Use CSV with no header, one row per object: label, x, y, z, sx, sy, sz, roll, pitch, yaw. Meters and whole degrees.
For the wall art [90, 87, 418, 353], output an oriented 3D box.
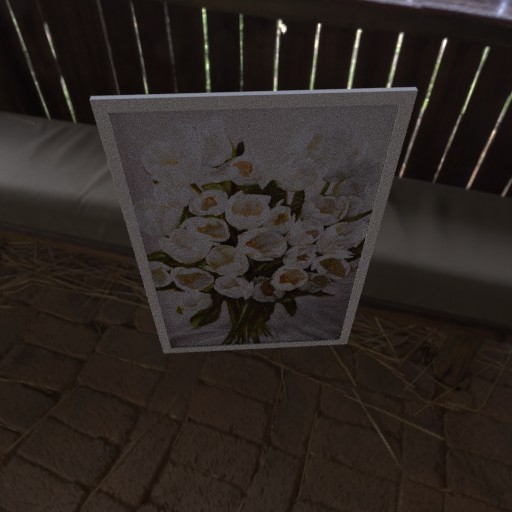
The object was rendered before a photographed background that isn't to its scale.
wall art,0.000,0.000,1.249,0.660,0.965,0.015,-2,47,-2
